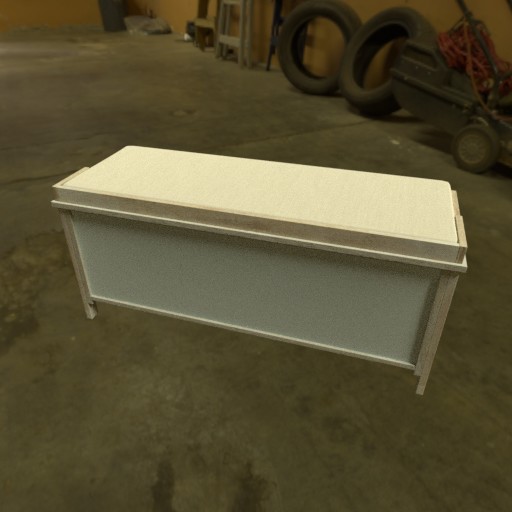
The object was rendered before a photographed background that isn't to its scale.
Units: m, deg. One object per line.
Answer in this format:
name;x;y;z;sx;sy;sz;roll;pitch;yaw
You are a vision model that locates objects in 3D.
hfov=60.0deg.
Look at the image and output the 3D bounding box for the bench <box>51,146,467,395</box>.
bench;0.000;0.000;1.429;1.140;0.501;0.398;10;34;15
